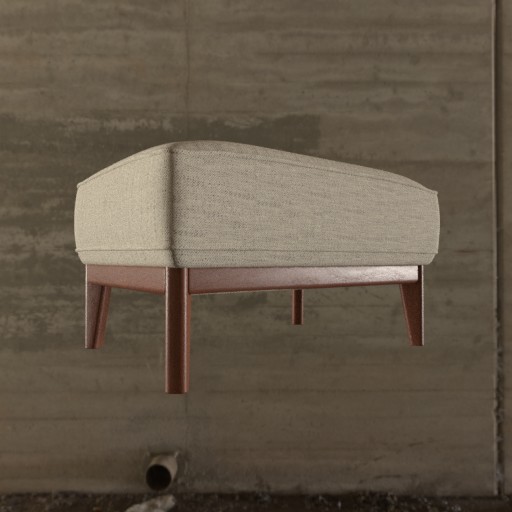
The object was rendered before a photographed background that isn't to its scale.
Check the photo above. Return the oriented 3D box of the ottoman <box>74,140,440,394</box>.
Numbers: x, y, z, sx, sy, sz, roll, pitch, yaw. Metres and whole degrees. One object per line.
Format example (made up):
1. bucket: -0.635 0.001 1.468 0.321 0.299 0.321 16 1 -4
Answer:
1. ottoman: 0.000 0.000 1.153 0.794 0.465 0.594 0 -1 -37
